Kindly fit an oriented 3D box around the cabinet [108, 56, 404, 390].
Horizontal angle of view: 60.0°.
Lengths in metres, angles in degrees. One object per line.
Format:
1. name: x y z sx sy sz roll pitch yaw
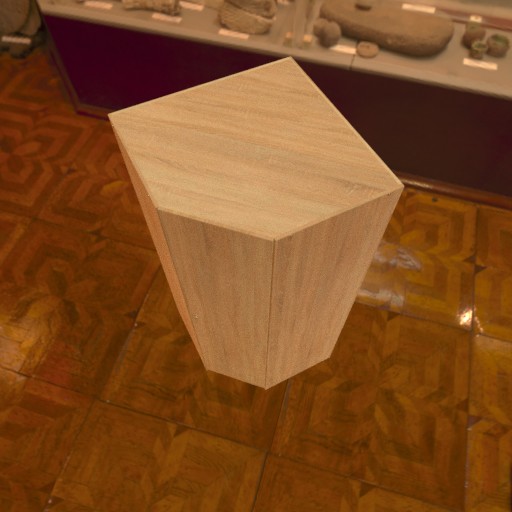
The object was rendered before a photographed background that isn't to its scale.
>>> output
1. cabinet: 0.000 0.000 2.843 1.327 2.120 1.094 16 60 9
